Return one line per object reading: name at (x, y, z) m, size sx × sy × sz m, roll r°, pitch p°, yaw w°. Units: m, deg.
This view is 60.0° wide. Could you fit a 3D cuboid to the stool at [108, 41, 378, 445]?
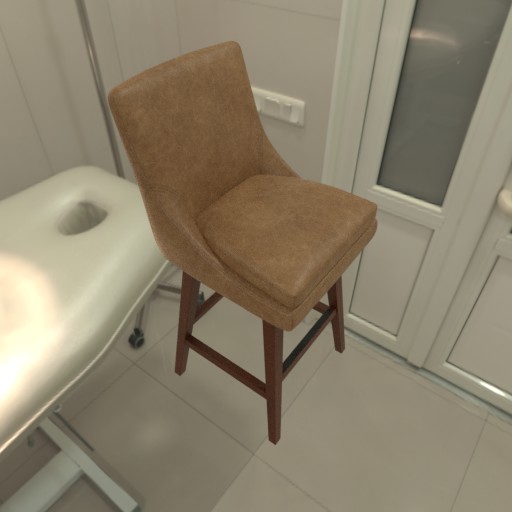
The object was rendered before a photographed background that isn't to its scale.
stool at (0.000, 0.000, 1.383) m, size 0.572 × 1.079 × 0.487 m, roll 27°, pitch 49°, yaw 26°
